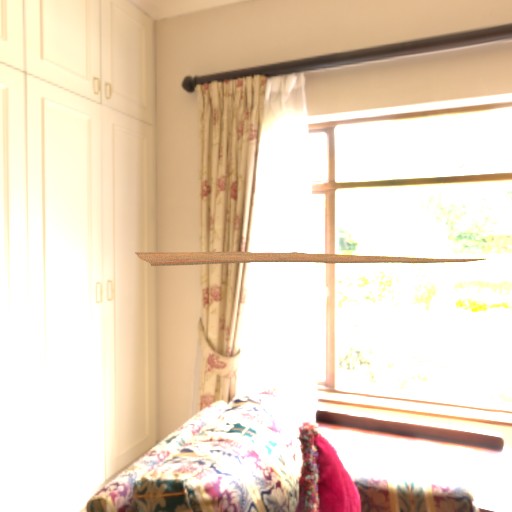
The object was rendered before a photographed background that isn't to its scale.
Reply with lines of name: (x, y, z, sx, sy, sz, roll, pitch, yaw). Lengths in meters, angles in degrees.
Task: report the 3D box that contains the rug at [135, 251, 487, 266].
rug: (0.000, 0.000, 3.016, 1.537, 0.029, 2.439, 0, 1, -17)
